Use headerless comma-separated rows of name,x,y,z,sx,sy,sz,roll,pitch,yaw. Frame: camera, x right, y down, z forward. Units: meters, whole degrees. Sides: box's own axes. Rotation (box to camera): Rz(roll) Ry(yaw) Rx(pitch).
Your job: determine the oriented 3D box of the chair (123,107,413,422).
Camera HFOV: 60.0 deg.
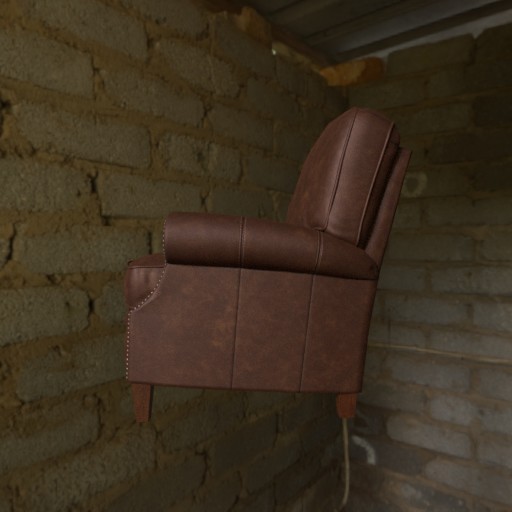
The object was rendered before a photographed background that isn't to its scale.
chair,0.000,0.000,1.738,0.986,1.018,0.936,0,1,-1
